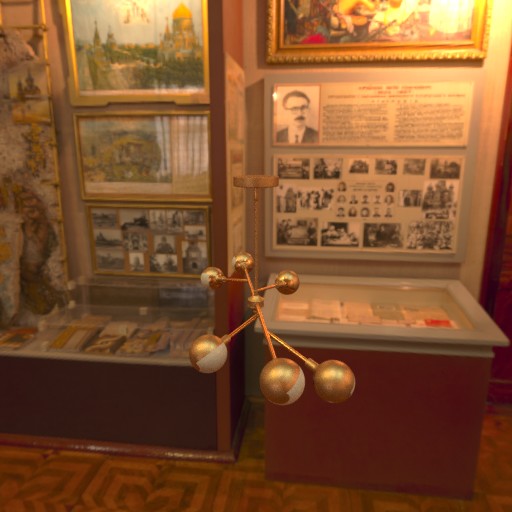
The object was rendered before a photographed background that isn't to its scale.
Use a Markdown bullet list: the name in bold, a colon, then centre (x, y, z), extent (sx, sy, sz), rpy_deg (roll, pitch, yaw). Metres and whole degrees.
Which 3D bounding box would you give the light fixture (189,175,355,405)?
- **light fixture**: centre (0.000, 0.000, 1.021), extent (0.434, 0.362, 0.778), rpy_deg (2, 14, 9)
